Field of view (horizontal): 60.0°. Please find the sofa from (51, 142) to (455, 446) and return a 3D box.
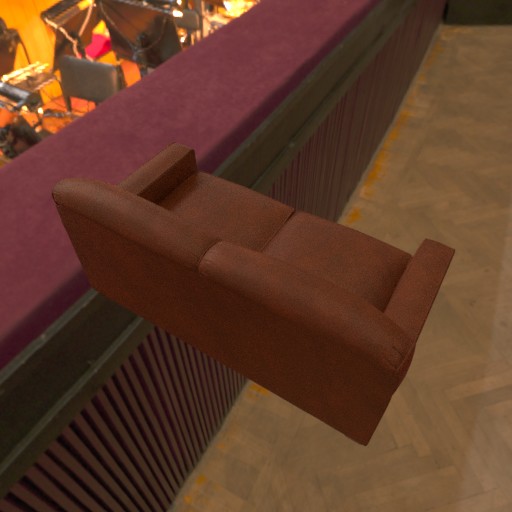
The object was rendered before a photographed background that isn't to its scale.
[{"bbox_3d":[0.000,0.000,2.439,1.856,0.966,1.000,25,52,21],"label":"sofa"}]
